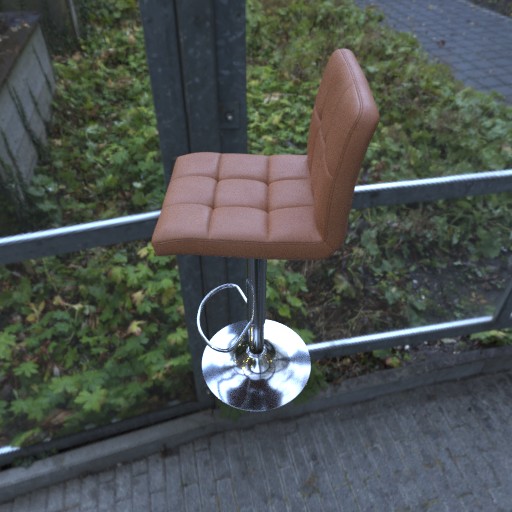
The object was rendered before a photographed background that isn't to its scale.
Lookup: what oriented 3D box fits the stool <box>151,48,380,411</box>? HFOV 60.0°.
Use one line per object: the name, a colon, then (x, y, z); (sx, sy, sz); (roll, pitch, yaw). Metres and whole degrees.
stool: (0.000, 0.000, 1.368); (0.505, 1.115, 0.430); (1, 42, 1)
